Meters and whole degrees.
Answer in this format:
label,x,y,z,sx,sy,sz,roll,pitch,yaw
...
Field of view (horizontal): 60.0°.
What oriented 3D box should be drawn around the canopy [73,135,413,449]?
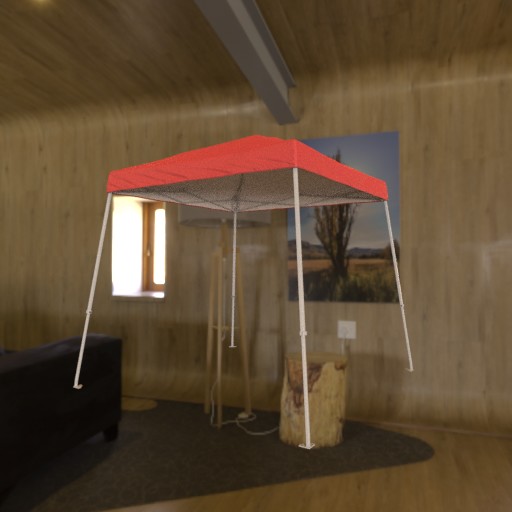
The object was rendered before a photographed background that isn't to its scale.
label,x,y,z,sx,sy,sz,roll,pitch,yaw
canopy,0.000,0.000,6.571,3.600,3.600,3.599,-1,-1,34
